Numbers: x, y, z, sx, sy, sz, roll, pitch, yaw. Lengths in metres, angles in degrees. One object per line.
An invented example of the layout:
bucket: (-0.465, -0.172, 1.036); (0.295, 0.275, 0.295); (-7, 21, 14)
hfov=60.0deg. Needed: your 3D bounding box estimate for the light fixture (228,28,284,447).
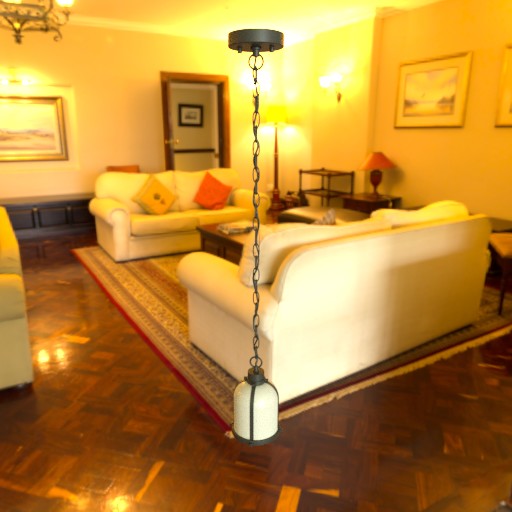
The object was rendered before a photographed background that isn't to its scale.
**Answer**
light fixture: (0.000, 0.000, 1.296); (0.178, 1.181, 0.178); (3, 16, 10)
